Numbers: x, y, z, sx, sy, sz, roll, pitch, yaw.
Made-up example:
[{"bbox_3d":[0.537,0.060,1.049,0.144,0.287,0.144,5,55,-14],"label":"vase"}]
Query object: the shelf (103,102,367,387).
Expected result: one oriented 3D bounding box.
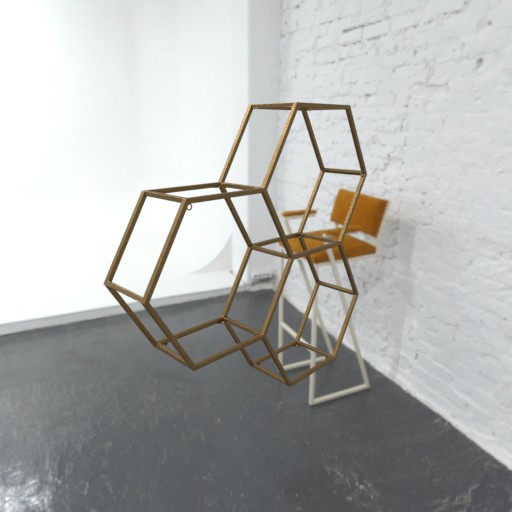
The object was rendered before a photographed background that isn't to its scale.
[{"bbox_3d":[0.000,0.000,1.070,0.708,0.701,0.150,-16,23,-43],"label":"shelf"}]
